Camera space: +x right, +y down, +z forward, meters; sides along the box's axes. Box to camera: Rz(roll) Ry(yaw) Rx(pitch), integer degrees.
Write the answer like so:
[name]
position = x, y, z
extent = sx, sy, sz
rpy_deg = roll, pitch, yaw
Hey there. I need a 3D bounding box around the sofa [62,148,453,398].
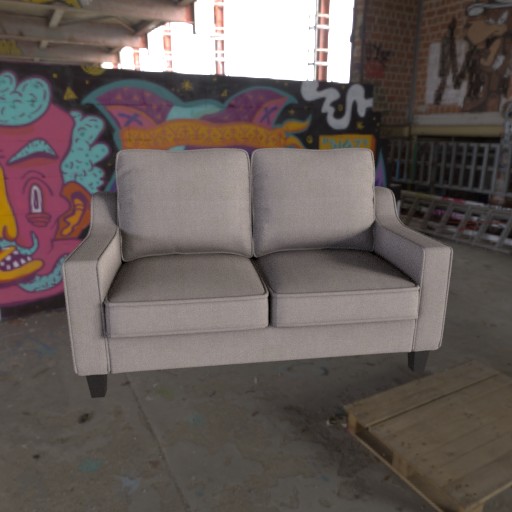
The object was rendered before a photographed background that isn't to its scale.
[sofa]
position = 0.000, 0.000, 2.032
extent = 1.500, 0.948, 0.791
rpy_deg = -2, 16, -8
